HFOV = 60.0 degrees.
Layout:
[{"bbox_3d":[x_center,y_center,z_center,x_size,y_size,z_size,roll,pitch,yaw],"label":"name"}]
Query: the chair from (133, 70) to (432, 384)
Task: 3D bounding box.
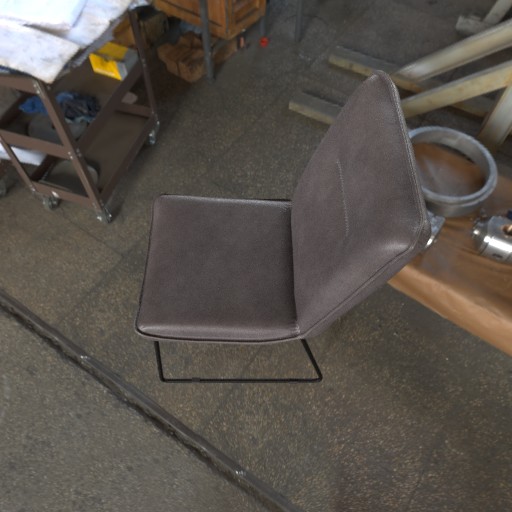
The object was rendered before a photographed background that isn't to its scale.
[{"bbox_3d":[0.000,0.000,1.328,0.688,0.932,0.515,0,59,0],"label":"chair"}]
